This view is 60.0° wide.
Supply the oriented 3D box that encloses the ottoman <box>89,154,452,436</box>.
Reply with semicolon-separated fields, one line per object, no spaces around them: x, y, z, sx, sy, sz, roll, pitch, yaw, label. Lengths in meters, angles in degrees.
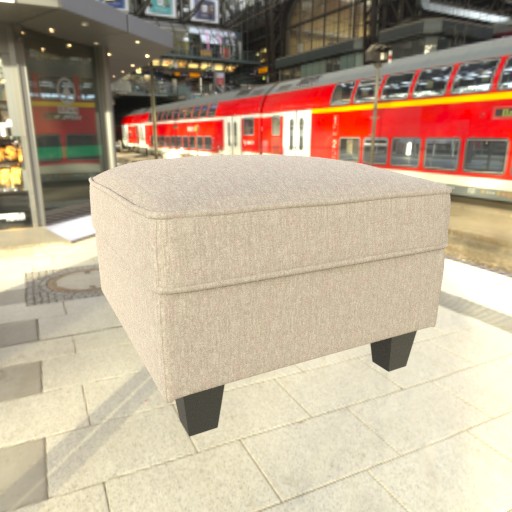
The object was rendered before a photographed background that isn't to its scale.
0.000;0.000;1.381;0.871;0.612;0.808;-8;17;-27;ottoman
